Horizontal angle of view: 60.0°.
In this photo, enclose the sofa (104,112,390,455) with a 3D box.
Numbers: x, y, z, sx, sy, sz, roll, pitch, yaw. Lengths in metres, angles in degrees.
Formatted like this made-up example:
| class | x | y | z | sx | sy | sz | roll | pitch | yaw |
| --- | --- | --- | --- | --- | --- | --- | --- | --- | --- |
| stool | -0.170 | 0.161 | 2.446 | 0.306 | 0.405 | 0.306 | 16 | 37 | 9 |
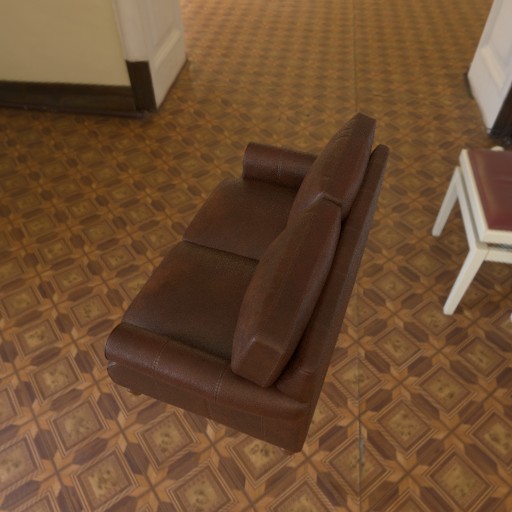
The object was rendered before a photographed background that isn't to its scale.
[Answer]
| class | x | y | z | sx | sy | sz | roll | pitch | yaw |
| --- | --- | --- | --- | --- | --- | --- | --- | --- | --- |
| sofa | 0.000 | 0.000 | 2.241 | 0.990 | 0.976 | 1.616 | 16 | 49 | 14 |
